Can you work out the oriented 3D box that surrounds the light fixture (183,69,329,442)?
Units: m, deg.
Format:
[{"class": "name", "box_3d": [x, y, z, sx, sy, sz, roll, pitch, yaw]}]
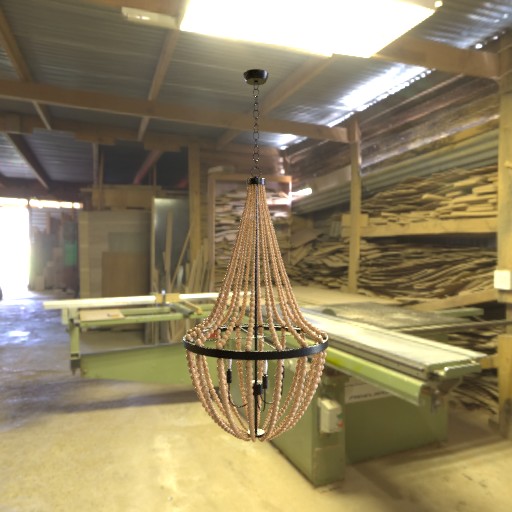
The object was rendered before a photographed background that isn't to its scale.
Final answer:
[{"class": "light fixture", "box_3d": [0.000, 0.000, 1.387, 0.450, 1.133, 0.450, 0, 1, 0]}]
